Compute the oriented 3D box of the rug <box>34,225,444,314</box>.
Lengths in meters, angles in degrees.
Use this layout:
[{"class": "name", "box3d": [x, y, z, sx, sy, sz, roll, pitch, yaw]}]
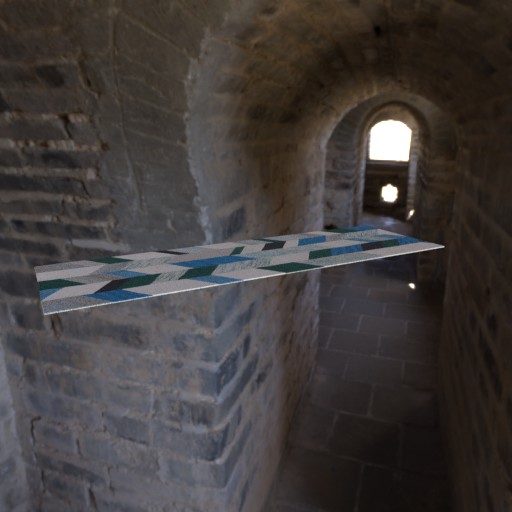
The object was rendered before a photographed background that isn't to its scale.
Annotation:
[{"class": "rug", "box3d": [0.000, 0.000, 2.734, 2.437, 0.008, 0.774, -8, 18, -27]}]
